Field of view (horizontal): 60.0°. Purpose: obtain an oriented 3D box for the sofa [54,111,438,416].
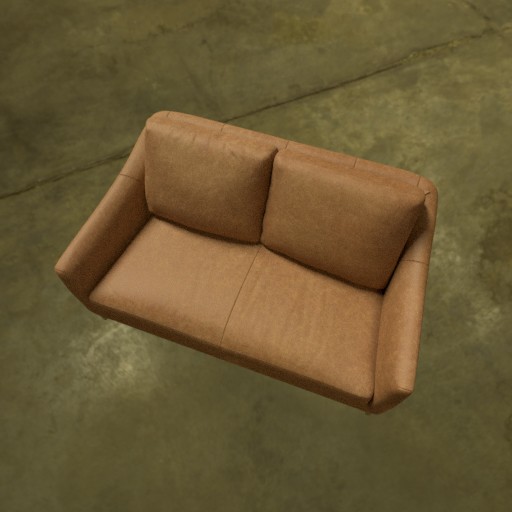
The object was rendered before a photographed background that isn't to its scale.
[{"bbox_3d":[0.000,0.000,2.185,1.619,0.902,0.960,17,60,10],"label":"sofa"}]
